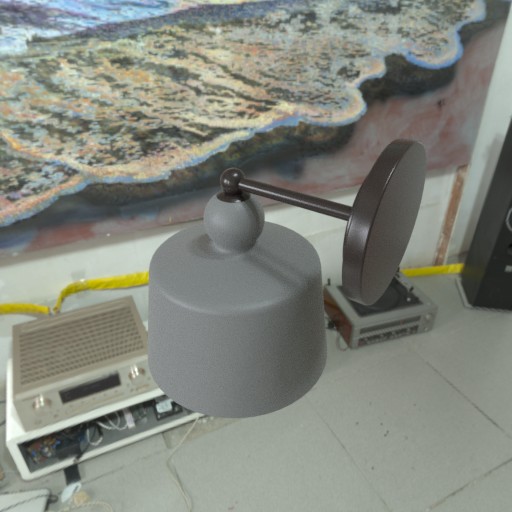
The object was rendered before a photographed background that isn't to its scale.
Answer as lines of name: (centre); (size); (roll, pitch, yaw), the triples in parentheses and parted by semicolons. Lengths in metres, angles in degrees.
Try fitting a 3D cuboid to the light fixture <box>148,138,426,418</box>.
light fixture: (0.000, 0.000, 0.429); (0.254, 0.268, 0.204); (20, 38, 29)
